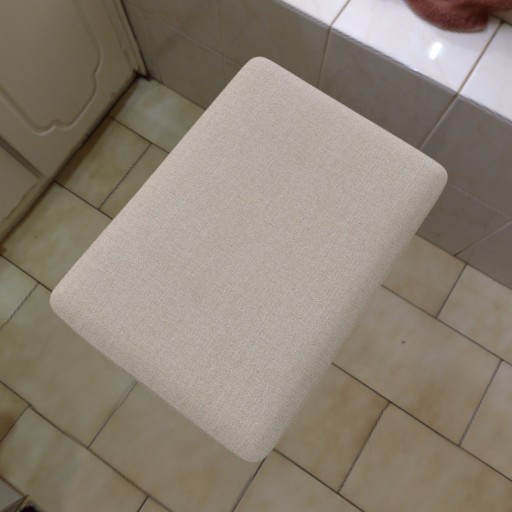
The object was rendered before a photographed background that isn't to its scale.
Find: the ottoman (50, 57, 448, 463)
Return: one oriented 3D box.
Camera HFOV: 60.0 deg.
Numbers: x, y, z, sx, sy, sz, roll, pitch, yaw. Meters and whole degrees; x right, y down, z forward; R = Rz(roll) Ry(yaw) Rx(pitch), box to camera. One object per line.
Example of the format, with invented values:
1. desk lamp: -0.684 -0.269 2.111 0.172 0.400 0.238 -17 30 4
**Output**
1. ottoman: 0.000 0.000 1.261 0.637 0.478 0.885 35 78 9
